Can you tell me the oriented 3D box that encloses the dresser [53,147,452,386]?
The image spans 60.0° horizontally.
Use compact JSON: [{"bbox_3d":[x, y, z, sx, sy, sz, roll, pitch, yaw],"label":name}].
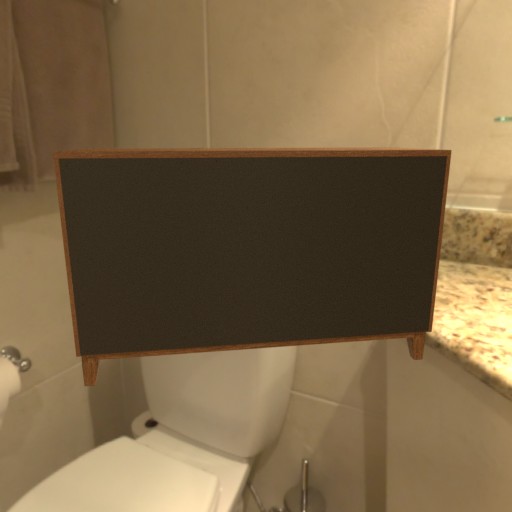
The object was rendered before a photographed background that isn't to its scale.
[{"bbox_3d":[0.000,0.000,1.861,1.400,0.873,0.446,-2,15,-9],"label":"dresser"}]
